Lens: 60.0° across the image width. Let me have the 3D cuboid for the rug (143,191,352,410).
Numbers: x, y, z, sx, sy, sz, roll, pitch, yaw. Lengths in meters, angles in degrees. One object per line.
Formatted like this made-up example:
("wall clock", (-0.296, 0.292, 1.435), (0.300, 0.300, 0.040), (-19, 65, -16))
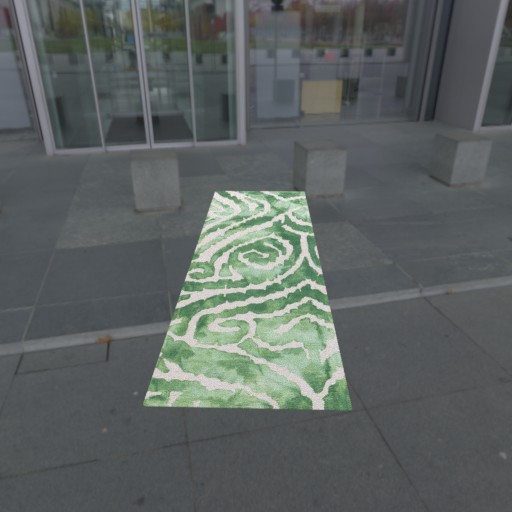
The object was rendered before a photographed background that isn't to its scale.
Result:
("rug", (0.000, 0.000, 2.695), (0.761, 0.006, 2.438), (1, 27, 1))
